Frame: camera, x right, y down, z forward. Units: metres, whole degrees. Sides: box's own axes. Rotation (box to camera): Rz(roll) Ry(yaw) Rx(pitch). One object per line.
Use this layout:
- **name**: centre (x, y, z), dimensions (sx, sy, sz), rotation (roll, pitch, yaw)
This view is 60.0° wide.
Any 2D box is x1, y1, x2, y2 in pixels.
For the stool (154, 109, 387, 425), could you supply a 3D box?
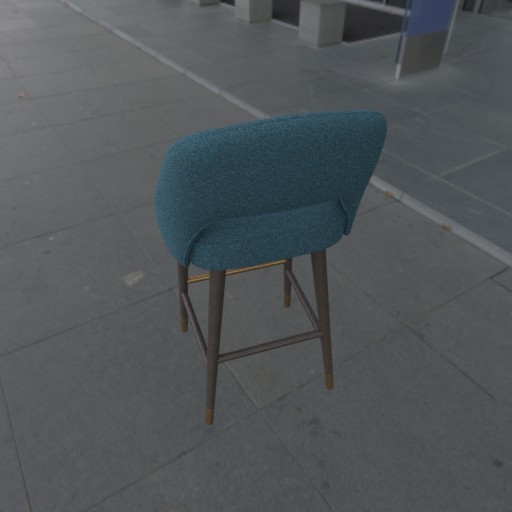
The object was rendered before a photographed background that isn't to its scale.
- **stool**: centre (0.000, 0.000, 1.316), dimensions (0.536, 1.032, 0.522), rotation (-12, 40, -14)
